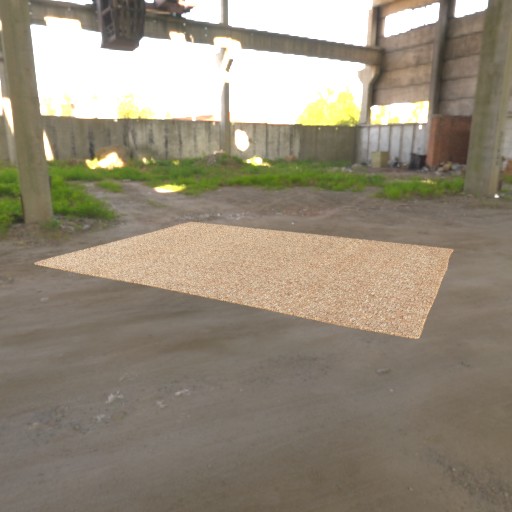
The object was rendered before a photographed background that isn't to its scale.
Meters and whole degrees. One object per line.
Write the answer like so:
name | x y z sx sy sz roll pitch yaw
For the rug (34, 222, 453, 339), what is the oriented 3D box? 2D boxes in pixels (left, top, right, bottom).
rug | 0.000 0.000 2.736 2.141 0.013 1.566 8 16 27
